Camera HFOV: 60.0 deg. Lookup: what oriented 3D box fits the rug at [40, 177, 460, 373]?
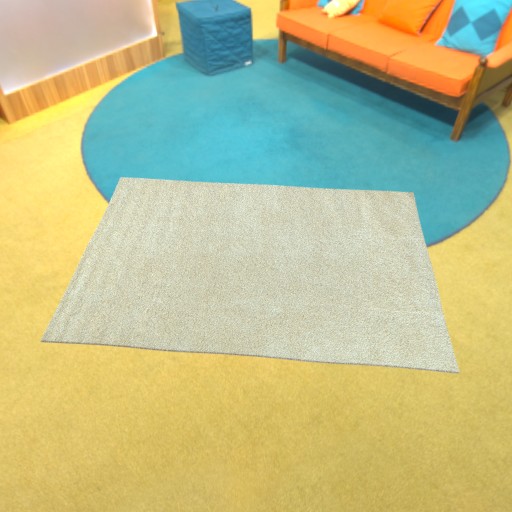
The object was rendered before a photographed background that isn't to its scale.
[{"bbox_3d":[0.000,0.000,3.463,2.699,0.025,1.800,4,46,3],"label":"rug"}]
